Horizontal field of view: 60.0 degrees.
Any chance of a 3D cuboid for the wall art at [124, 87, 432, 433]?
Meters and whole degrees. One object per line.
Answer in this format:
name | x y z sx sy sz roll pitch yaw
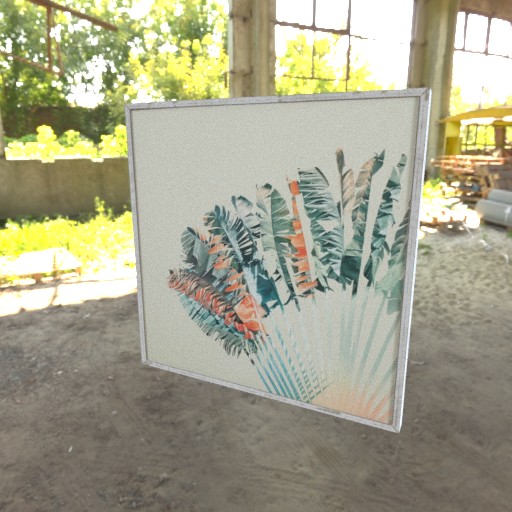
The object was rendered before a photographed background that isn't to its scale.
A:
wall art | 0.000 0.000 1.119 0.760 0.757 0.038 7 16 26
